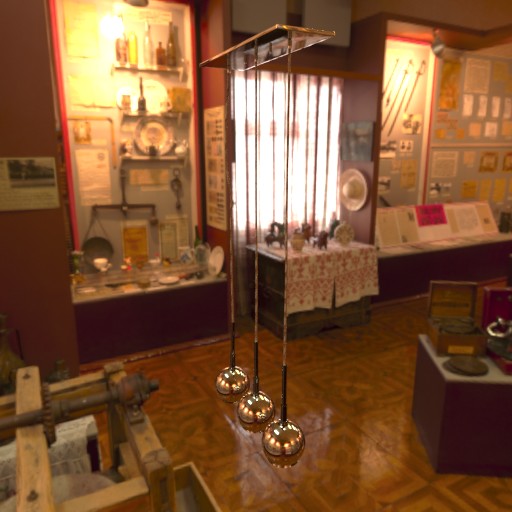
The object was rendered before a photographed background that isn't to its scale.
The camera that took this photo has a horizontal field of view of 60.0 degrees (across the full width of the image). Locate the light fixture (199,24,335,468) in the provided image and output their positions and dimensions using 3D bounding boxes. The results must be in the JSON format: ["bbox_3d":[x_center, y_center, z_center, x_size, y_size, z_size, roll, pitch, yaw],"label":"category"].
[{"bbox_3d":[0.000,0.000,1.643,0.188,1.408,0.623,-7,15,-26],"label":"light fixture"}]
